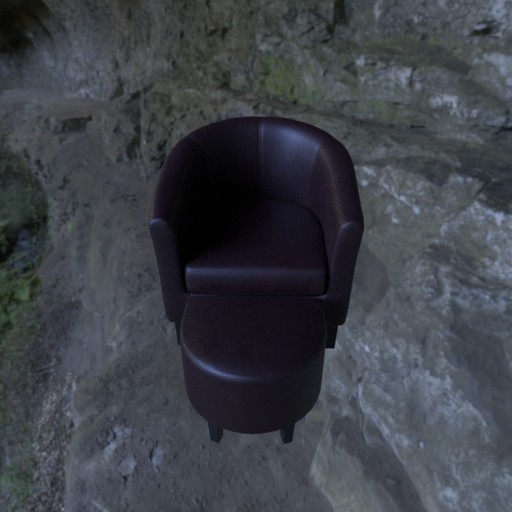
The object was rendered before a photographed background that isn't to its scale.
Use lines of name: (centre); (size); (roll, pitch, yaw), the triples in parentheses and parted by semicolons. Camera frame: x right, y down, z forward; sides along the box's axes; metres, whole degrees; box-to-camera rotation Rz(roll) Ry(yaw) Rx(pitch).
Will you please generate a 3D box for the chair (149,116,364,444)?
chair: (0.000, 0.000, 1.665); (0.737, 0.755, 1.176); (1, 31, 2)
